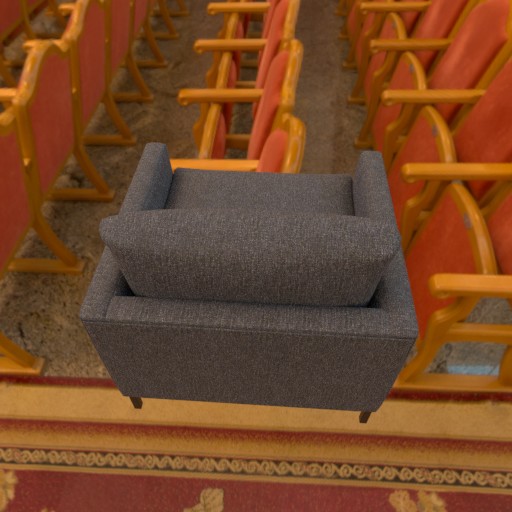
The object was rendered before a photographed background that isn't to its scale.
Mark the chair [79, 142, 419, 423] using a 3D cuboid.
[{"bbox_3d":[0.000,0.000,1.622,0.963,0.861,0.866,3,48,2],"label":"chair"}]
